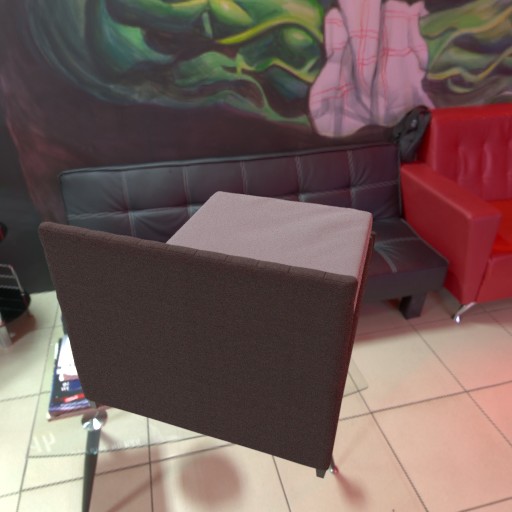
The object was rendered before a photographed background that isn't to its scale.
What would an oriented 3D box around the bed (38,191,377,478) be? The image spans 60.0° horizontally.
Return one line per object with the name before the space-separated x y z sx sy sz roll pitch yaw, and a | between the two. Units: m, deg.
bed | 0.000 0.000 3.422 1.698 1.427 2.387 10 33 16
